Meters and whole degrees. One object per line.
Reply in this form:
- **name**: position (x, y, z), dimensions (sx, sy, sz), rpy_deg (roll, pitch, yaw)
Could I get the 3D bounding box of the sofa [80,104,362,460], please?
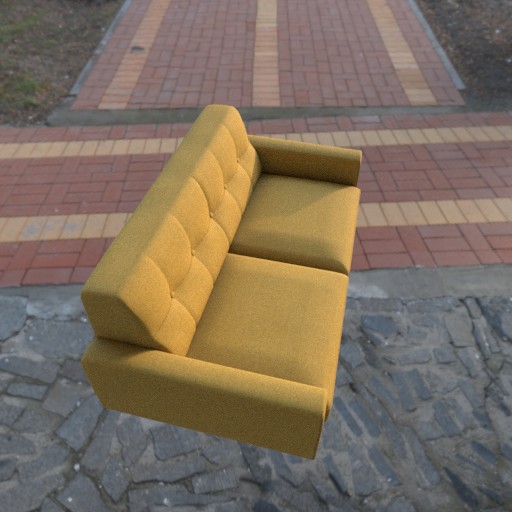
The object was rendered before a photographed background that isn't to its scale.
- **sofa**: position (0.000, 0.000, 2.154), dimensions (0.909, 0.841, 1.631), rpy_deg (10, 46, 10)
